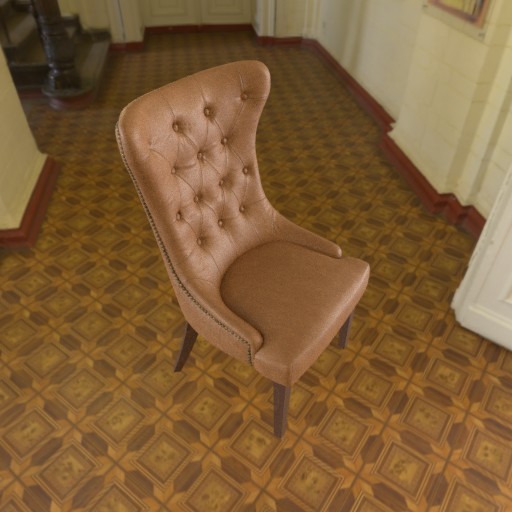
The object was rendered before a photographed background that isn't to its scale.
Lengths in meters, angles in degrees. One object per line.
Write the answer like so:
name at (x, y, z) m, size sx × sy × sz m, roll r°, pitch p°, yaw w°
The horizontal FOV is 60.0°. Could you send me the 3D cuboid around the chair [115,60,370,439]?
chair at (0.000, 0.000, 1.502) m, size 0.669 × 1.065 × 0.611 m, roll 25°, pitch 47°, yaw 26°
